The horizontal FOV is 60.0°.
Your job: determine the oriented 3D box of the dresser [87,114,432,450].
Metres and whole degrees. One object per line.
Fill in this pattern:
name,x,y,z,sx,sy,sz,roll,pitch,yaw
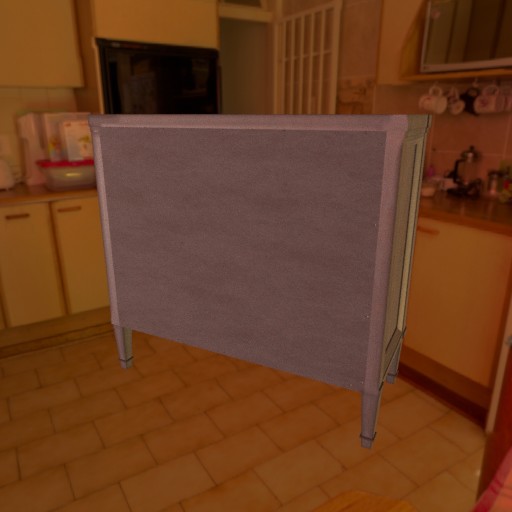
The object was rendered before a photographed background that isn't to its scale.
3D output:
dresser,0.000,0.000,1.620,1.049,0.986,0.463,9,20,26
